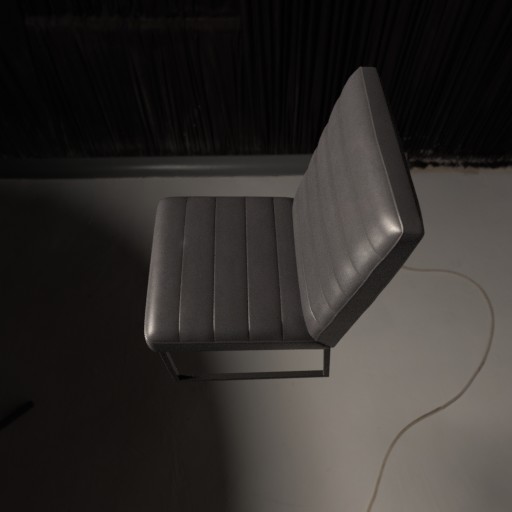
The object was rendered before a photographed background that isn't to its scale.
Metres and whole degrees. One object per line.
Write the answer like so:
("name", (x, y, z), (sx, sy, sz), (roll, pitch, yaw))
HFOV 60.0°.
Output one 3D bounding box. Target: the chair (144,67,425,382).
("chair", (0.000, 0.000, 1.323), (0.634, 0.930, 0.520), (-2, 58, -1))
